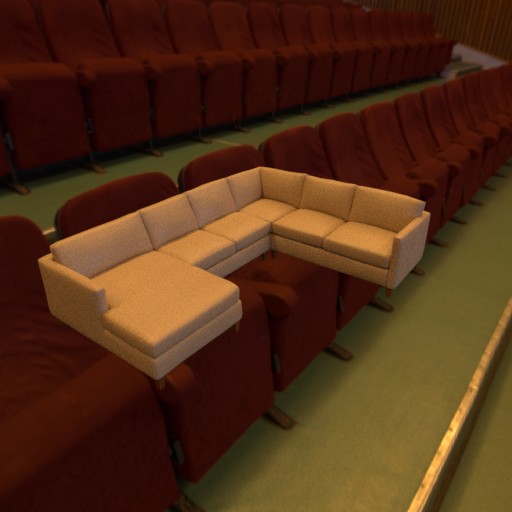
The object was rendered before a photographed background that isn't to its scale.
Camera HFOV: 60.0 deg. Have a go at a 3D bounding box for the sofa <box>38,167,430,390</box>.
[{"bbox_3d":[0.000,0.000,4.771,2.594,0.961,3.460,19,33,33],"label":"sofa"}]
